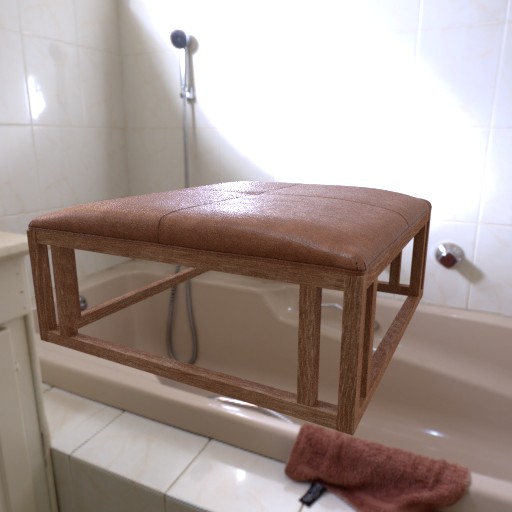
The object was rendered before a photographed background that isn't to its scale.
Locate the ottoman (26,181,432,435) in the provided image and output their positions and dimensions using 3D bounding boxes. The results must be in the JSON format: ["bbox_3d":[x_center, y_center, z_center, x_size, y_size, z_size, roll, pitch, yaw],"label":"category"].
[{"bbox_3d":[0.000,0.000,1.552,1.013,0.442,1.016,8,16,27],"label":"ottoman"}]
